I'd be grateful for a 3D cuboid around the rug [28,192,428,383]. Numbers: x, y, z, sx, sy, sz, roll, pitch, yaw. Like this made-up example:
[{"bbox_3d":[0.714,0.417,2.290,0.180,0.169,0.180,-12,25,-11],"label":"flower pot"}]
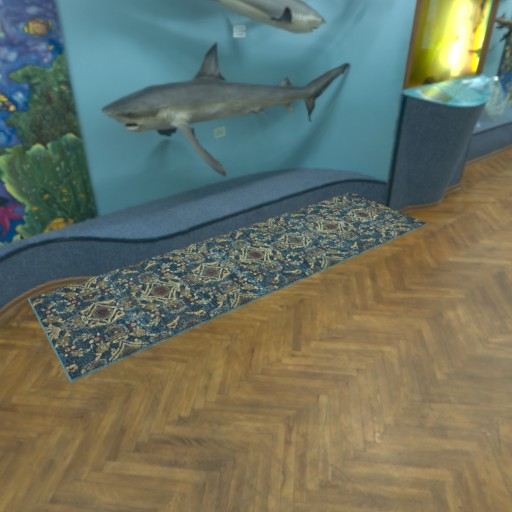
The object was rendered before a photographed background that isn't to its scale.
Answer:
[{"bbox_3d":[0.000,0.000,2.533,2.292,0.014,0.685,-21,36,-31],"label":"rug"}]
